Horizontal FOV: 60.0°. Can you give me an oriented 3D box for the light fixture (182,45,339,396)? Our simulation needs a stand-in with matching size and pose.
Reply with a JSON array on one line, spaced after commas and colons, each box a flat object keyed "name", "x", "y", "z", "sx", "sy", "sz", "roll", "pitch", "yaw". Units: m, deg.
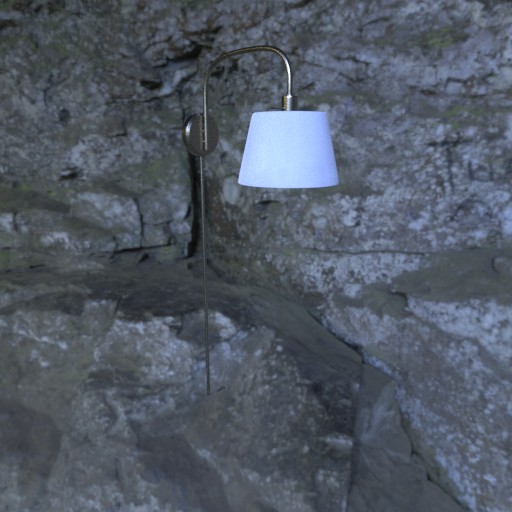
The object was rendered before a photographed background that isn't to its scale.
[{"name": "light fixture", "x": 0.000, "y": 0.000, "z": 0.457, "sx": 0.176, "sy": 0.399, "sz": 0.092, "roll": 14, "pitch": 20, "yaw": 43}]
